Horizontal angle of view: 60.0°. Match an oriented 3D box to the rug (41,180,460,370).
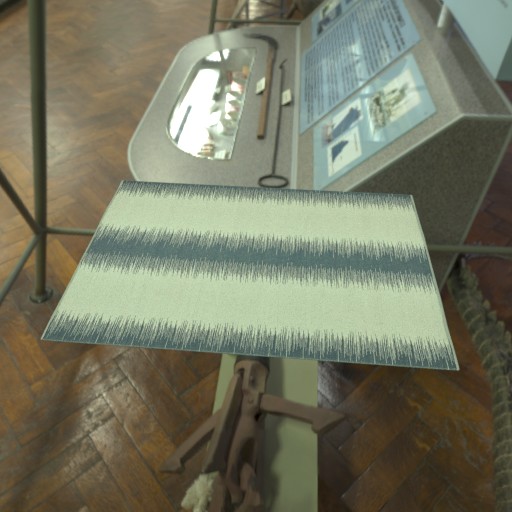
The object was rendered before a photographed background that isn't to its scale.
[{"bbox_3d":[0.000,0.000,2.375,1.854,0.006,1.234,3,45,3],"label":"rug"}]
